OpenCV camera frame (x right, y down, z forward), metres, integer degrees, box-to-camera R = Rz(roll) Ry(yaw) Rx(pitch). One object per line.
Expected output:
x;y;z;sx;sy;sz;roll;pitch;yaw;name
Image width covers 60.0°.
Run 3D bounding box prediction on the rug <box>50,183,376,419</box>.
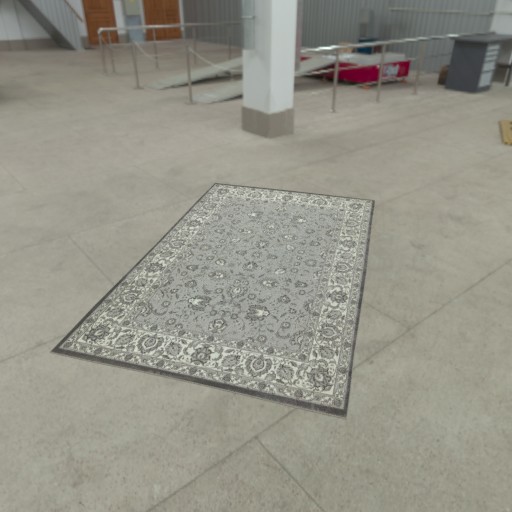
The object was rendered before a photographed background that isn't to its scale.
0.000;0.000;3.105;1.524;0.011;2.438;8;32;14;rug
